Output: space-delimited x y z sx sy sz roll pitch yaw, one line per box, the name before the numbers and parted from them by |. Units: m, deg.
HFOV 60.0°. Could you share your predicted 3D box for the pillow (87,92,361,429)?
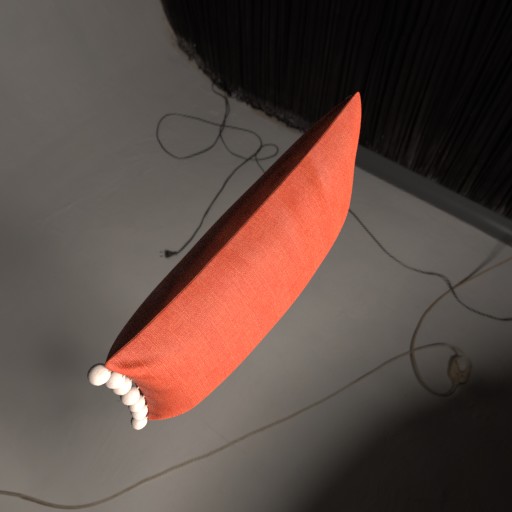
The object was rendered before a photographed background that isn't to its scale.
pillow | 0.000 0.000 0.828 0.201 0.322 0.709 32 63 18
